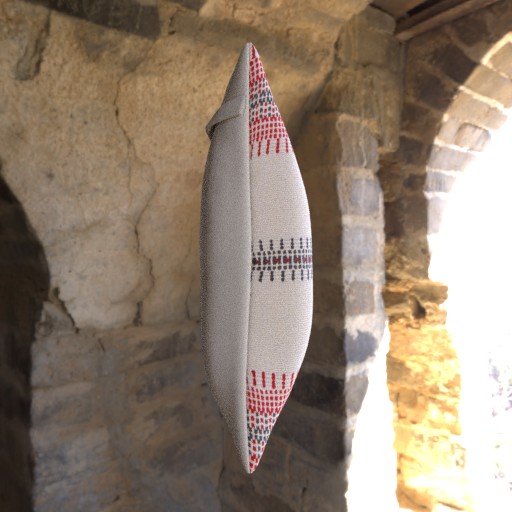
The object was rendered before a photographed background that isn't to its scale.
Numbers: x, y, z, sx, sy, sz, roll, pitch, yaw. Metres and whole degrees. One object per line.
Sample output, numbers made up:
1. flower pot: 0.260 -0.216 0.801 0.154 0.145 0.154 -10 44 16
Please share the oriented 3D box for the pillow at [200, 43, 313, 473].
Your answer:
1. pillow: 0.000 0.000 0.694 0.160 0.454 0.463 0 1 0
